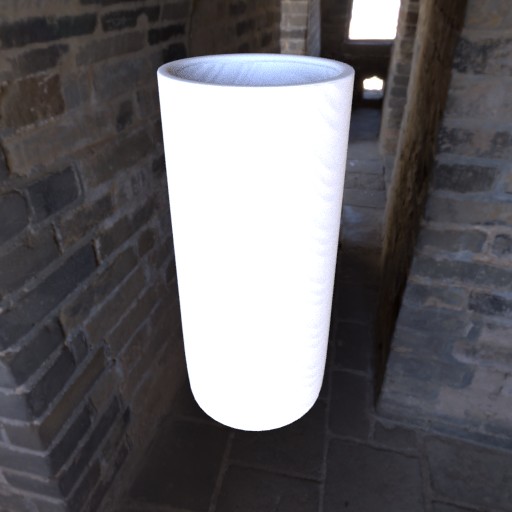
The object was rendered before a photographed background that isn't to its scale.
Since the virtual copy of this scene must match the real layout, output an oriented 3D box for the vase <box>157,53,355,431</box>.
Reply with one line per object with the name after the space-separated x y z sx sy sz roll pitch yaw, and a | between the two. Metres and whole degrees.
0.000 0.000 0.397 0.143 0.316 0.143 0 32 0 | vase
